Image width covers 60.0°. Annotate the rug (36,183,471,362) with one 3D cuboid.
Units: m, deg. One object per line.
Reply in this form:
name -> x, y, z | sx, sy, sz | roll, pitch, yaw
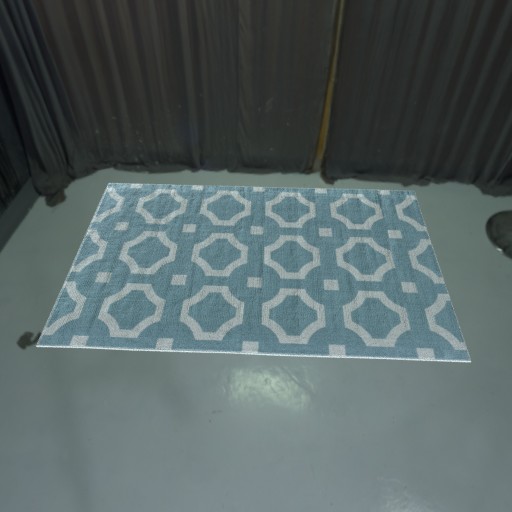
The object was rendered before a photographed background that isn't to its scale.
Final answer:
rug -> 0.000, 0.000, 3.010 | 2.443, 0.015, 1.528 | 2, 46, 2
